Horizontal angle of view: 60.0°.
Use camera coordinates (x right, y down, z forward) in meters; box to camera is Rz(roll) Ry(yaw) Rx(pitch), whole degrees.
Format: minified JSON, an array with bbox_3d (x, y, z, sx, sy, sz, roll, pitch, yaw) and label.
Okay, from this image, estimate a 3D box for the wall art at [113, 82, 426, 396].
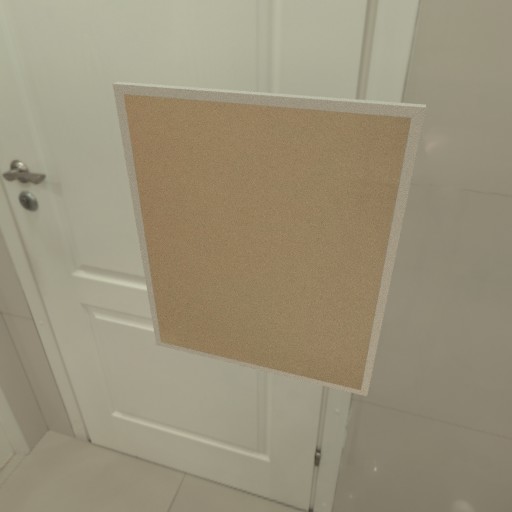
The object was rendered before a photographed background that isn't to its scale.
[{"bbox_3d":[0.000,0.000,0.646,0.382,0.456,0.013,10,34,15],"label":"wall art"}]
